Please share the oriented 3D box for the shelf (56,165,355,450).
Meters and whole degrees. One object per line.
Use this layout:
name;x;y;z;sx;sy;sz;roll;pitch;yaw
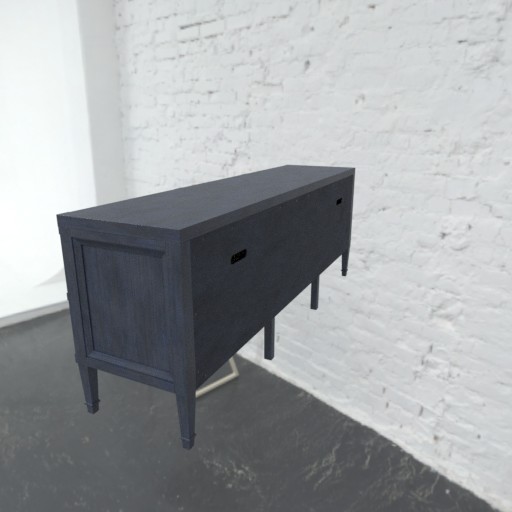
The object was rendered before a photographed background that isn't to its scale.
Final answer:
shelf;0.000;0.000;2.184;0.471;0.715;1.878;8;19;25
